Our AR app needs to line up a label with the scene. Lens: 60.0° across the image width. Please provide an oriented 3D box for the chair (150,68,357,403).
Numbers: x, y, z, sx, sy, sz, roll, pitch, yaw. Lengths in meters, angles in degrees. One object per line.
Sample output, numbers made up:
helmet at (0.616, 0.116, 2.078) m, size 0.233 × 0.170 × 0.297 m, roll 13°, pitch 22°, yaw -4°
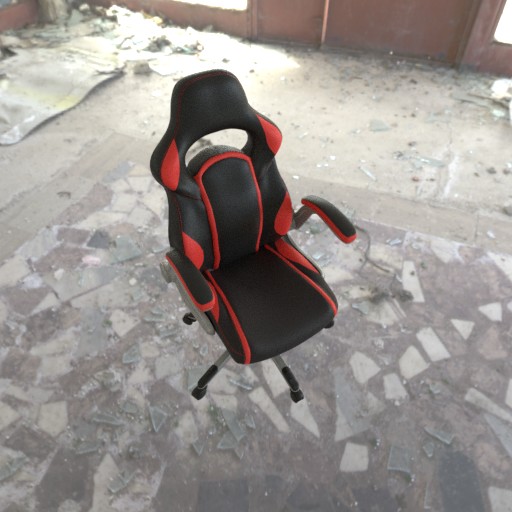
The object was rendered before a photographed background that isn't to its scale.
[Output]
chair at (0.000, 0.000, 1.669) m, size 0.758 × 1.165 × 0.712 m, roll -24°, pitch 50°, yaw -22°
